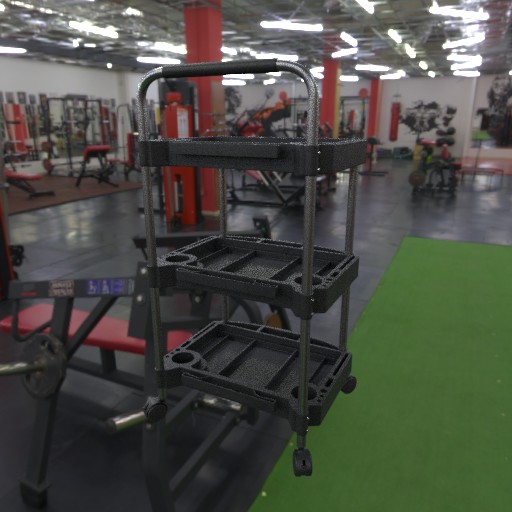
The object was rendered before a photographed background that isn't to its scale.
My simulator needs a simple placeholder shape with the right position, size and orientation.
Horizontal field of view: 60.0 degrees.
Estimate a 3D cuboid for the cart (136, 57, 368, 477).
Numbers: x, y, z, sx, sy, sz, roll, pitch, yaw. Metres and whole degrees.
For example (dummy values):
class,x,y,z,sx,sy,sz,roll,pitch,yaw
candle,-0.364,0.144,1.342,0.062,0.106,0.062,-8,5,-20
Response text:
class,x,y,z,sx,sy,sz,roll,pitch,yaw
cart,0.000,0.000,1.379,0.584,1.075,0.518,9,19,26
